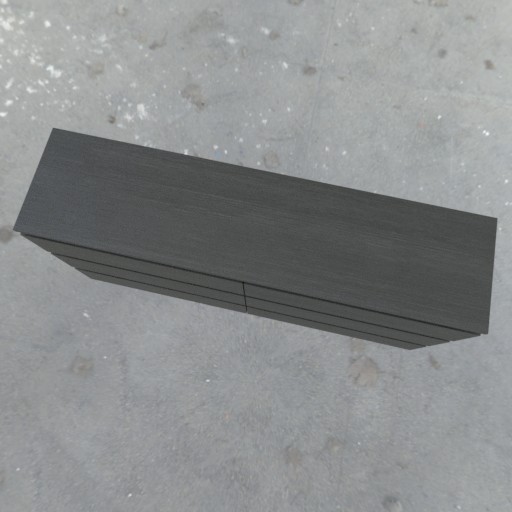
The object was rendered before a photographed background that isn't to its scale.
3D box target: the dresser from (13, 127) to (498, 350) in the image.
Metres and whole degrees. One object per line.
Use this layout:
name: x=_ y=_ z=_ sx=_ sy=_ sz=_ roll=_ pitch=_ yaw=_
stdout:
dresser: x=0.000 y=0.000 z=1.880 sx=1.590 sy=0.795 sz=0.400 roll=12 pitch=75 yaw=3
